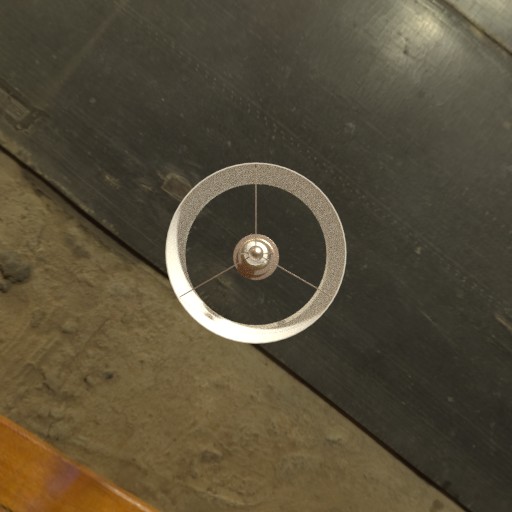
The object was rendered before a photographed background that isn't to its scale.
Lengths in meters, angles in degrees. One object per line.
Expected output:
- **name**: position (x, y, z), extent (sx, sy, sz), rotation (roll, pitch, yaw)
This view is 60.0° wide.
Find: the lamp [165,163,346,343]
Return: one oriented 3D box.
- **lamp**: position (0.000, 0.000, 1.688), extent (0.394, 1.474, 0.394), rotation (0, 89, 0)
